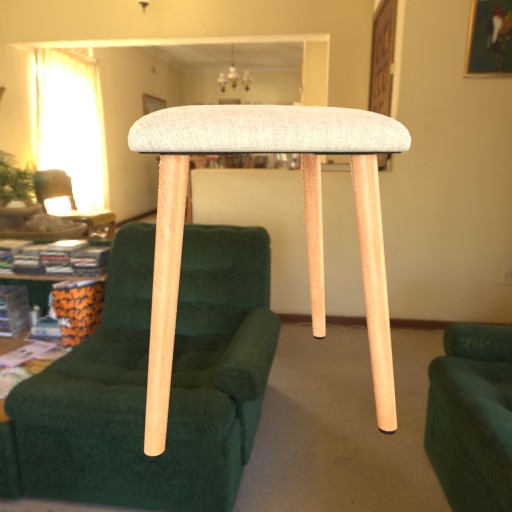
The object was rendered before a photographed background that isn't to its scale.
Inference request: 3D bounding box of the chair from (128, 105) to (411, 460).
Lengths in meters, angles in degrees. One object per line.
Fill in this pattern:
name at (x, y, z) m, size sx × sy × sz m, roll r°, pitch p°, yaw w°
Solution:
chair at (0.000, 0.000, 0.698) m, size 0.350 × 0.440 × 0.350 m, roll -2°, pitch 14°, yaw -9°
